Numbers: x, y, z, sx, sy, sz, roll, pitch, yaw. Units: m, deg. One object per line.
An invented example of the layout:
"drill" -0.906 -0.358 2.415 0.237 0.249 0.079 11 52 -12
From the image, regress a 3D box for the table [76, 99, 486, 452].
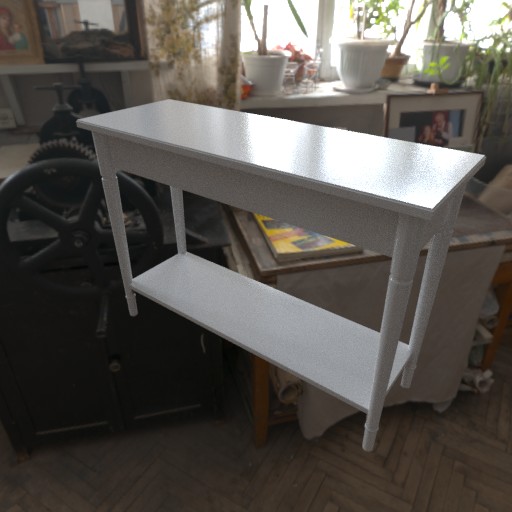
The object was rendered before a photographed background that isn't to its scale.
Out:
"table" 0.000 0.000 1.374 1.067 0.749 0.381 21 37 31
